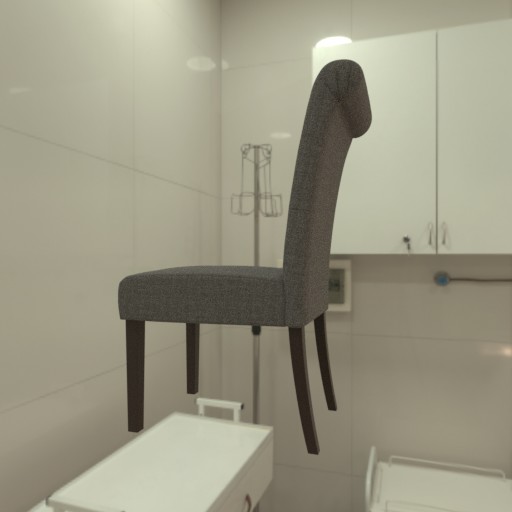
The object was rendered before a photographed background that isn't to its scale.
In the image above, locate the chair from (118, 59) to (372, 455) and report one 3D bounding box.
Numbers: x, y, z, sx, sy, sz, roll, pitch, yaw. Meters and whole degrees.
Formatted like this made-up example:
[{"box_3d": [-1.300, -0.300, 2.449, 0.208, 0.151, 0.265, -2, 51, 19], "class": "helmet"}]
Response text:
[{"box_3d": [0.000, 0.000, 1.362, 0.671, 1.006, 0.456, 0, 0, 18], "class": "chair"}]
